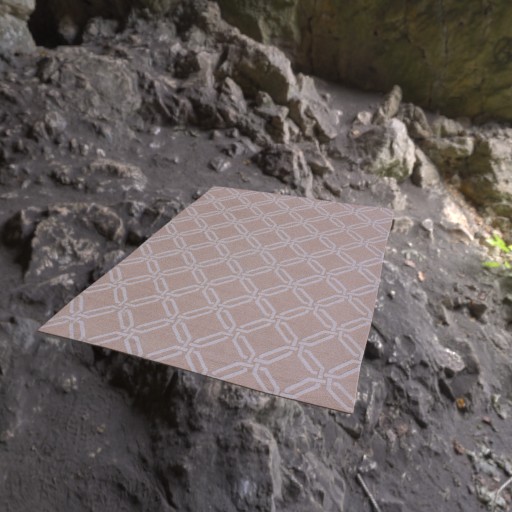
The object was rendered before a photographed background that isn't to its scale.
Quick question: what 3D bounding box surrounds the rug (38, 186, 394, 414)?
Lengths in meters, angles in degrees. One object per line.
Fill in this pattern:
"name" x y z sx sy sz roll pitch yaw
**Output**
"rug" 0.000 0.000 4.448 2.452 0.020 3.365 10 31 17
